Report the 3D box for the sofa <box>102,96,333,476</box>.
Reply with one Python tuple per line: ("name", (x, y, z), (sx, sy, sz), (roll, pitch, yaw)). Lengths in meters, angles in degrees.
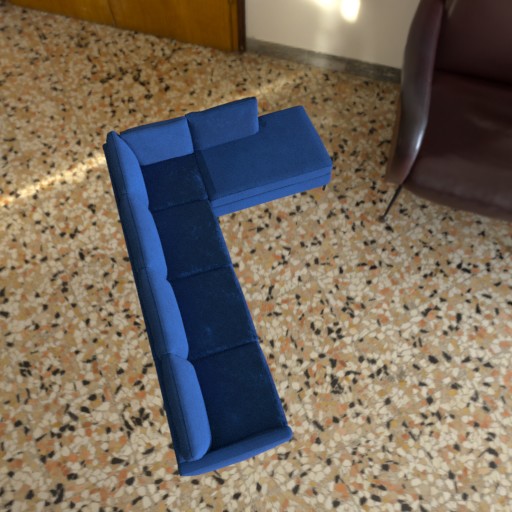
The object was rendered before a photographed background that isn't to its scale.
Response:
("sofa", (0.000, 0.000, 3.191), (1.707, 0.687, 2.486), (-17, 66, -8))
